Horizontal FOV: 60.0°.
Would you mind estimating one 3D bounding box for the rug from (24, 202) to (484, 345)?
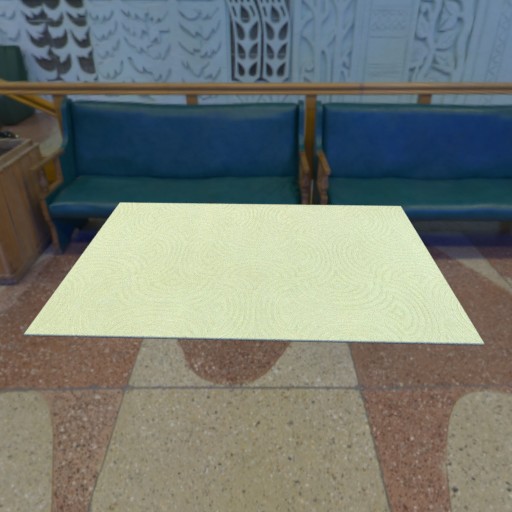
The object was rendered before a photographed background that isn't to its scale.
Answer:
[{"bbox_3d":[0.000,0.000,2.705,2.132,0.015,1.526,1,31,2],"label":"rug"}]
